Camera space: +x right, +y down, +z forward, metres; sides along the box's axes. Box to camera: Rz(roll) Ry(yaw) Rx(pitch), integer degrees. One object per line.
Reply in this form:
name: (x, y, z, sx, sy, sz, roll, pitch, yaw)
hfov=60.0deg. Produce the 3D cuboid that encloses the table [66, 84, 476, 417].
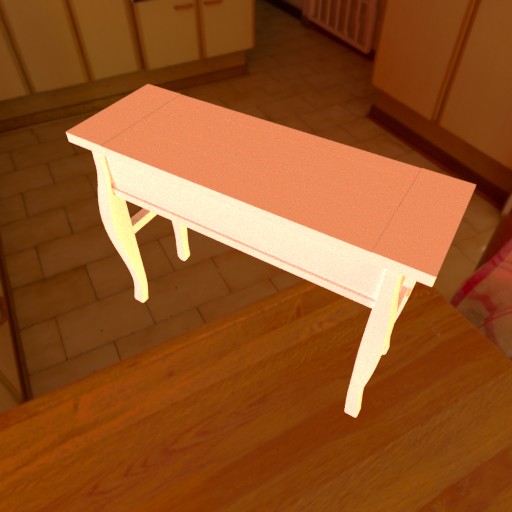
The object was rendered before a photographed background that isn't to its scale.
table: (0.000, 0.000, 1.461, 1.062, 0.768, 0.373, 24, 51, 21)
